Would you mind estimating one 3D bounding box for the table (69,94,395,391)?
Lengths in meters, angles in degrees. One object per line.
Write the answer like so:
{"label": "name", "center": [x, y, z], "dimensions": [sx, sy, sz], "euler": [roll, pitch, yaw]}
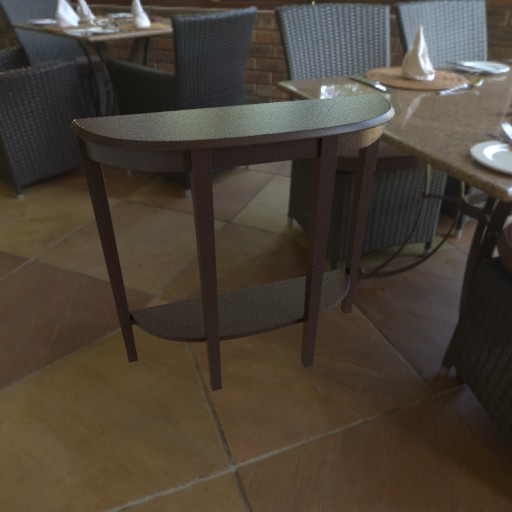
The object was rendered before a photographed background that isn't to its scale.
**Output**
{"label": "table", "center": [0.000, 0.000, 1.350], "dimensions": [0.909, 0.831, 0.274], "euler": [-10, 34, -15]}
